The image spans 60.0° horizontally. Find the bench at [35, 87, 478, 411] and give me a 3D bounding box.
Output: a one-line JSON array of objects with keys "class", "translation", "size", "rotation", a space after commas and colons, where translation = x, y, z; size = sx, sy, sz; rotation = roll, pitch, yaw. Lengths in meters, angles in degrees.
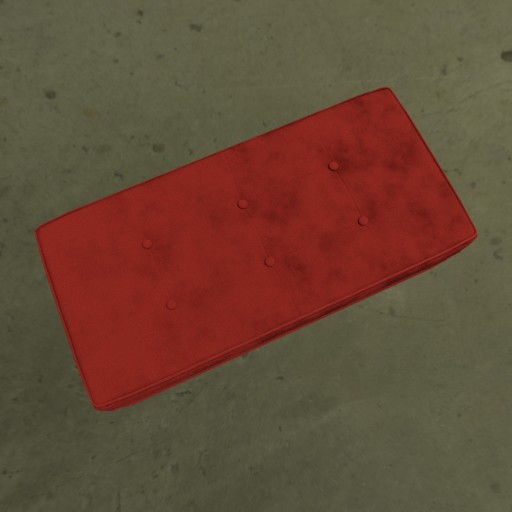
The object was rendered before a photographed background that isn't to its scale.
[{"class": "bench", "translation": [0.000, 0.000, 1.300], "size": [1.016, 0.471, 0.492], "rotation": [-23, 76, -6]}]
